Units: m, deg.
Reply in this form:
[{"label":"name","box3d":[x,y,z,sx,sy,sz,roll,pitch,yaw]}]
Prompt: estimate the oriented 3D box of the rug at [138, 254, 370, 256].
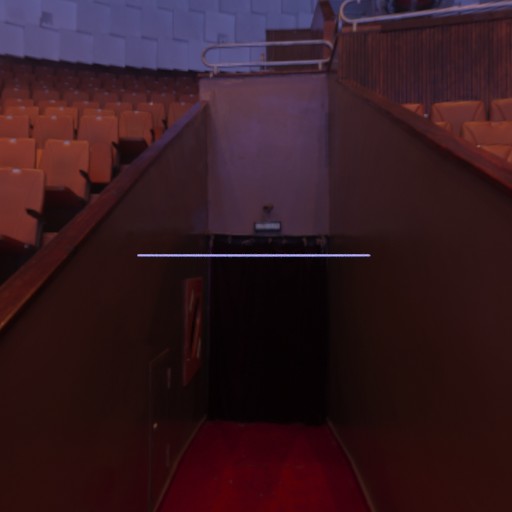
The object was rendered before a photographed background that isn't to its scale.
[{"label":"rug","box3d":[0.000,0.000,2.703,0.806,0.006,2.431,0,0,0]}]
